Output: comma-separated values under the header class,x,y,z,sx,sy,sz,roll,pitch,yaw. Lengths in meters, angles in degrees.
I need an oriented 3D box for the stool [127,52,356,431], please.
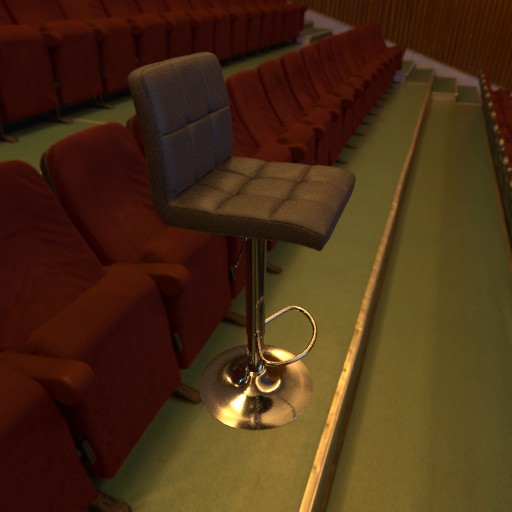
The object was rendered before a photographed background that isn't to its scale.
class,x,y,z,sx,sy,sz,roll,pitch,yaw
stool,0.000,0.000,1.379,0.505,1.115,0.430,11,32,18
